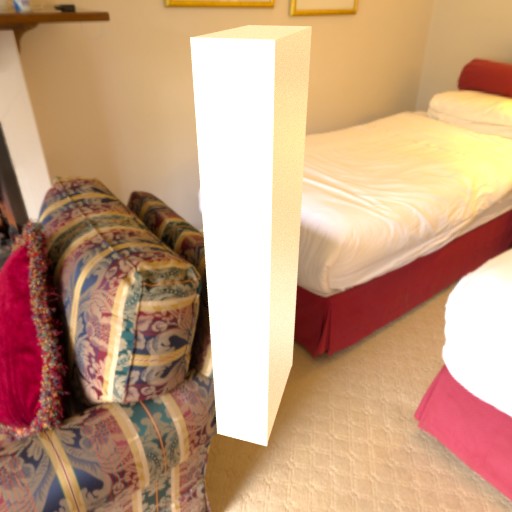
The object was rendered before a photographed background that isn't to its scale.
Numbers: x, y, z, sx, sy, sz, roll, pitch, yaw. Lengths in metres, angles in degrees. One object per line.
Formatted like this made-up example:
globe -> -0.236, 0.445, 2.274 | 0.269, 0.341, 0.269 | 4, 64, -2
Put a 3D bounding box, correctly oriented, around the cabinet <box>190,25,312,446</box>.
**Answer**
cabinet -> 0.000, 0.000, 1.797 | 0.255, 1.630, 0.520 | 9, 32, 14
